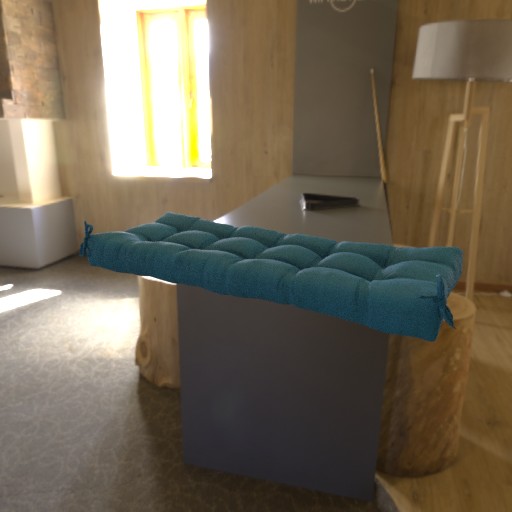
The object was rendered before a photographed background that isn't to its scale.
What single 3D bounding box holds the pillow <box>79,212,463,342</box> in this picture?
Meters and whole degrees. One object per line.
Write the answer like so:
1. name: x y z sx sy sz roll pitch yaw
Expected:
1. pillow: 0.000 0.000 1.376 1.194 0.174 0.511 9 19 28
